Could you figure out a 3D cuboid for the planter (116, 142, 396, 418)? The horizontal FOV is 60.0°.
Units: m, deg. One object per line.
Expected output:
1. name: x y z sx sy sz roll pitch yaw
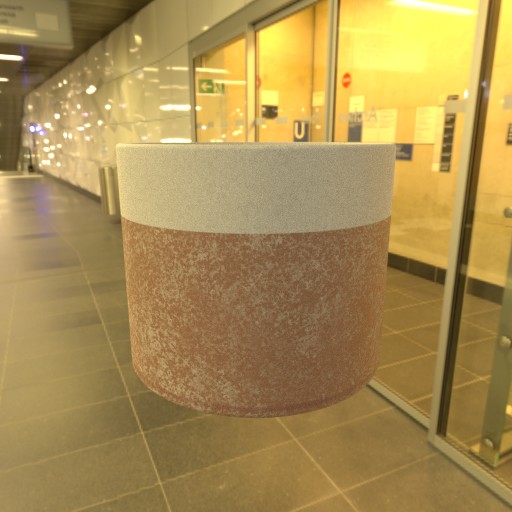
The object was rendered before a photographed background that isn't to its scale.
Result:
1. planter: 0.000 0.000 0.279 0.159 0.138 0.159 0 15 0
